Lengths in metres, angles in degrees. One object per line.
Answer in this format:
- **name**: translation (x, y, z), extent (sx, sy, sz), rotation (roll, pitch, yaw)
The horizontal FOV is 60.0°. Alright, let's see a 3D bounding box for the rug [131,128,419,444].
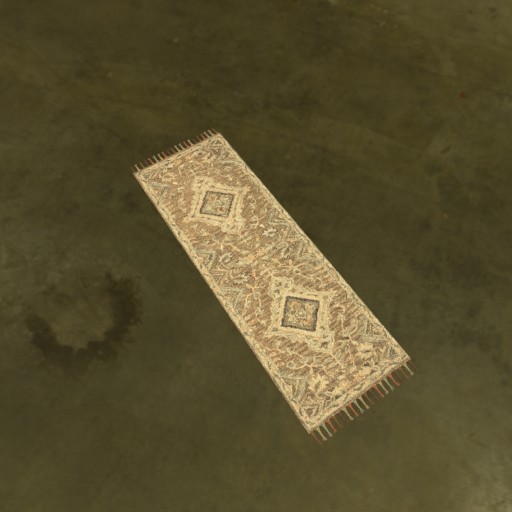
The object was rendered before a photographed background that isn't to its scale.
- **rug**: translation (0.000, 0.000, 2.894), extent (1.324, 0.018, 2.378), rotation (-16, 62, -9)
